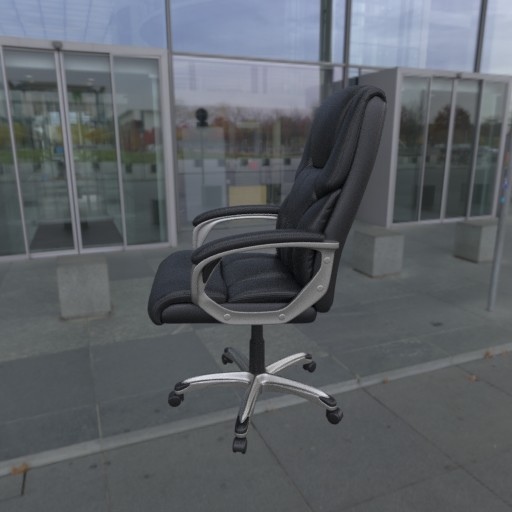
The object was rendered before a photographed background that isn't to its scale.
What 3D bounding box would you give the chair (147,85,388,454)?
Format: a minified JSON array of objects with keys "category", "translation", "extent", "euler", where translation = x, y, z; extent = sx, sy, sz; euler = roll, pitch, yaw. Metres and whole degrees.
[{"category":"chair","translation":[0.000,0.000,1.599],"extent":[0.739,1.155,0.663],"euler":[-2,14,-7]}]
